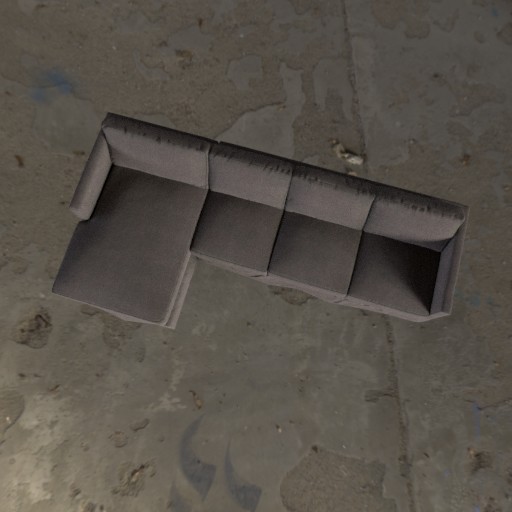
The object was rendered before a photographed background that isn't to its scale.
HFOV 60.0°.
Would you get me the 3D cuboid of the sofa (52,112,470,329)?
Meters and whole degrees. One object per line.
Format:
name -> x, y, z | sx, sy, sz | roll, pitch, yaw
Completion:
sofa -> 0.000, 0.000, 3.811 | 3.205, 0.922, 1.650 | 16, 77, 4
